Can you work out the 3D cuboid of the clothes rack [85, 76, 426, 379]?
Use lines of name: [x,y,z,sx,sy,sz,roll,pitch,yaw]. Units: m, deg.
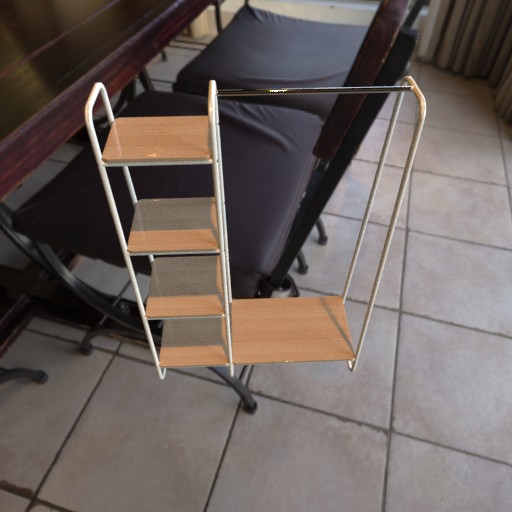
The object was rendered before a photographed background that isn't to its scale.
clothes rack: [0.000,0.000,1.904,1.011,1.500,0.400,-2,47,-2]
